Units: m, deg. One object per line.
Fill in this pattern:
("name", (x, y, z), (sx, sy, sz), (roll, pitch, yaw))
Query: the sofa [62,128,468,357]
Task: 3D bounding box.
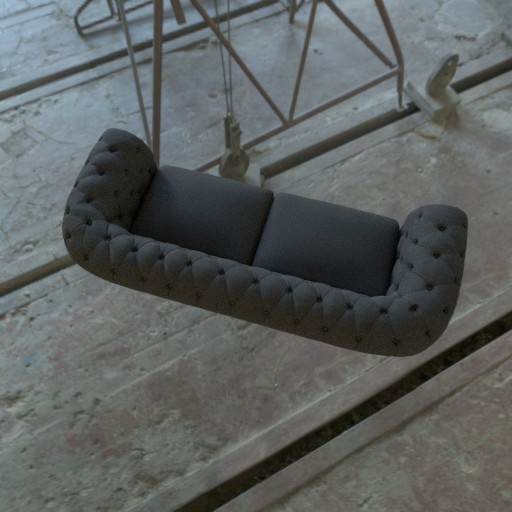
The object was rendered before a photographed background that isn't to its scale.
("sofa", (0.000, 0.000, 2.809), (2.362, 0.762, 0.991), (15, 64, 7))
